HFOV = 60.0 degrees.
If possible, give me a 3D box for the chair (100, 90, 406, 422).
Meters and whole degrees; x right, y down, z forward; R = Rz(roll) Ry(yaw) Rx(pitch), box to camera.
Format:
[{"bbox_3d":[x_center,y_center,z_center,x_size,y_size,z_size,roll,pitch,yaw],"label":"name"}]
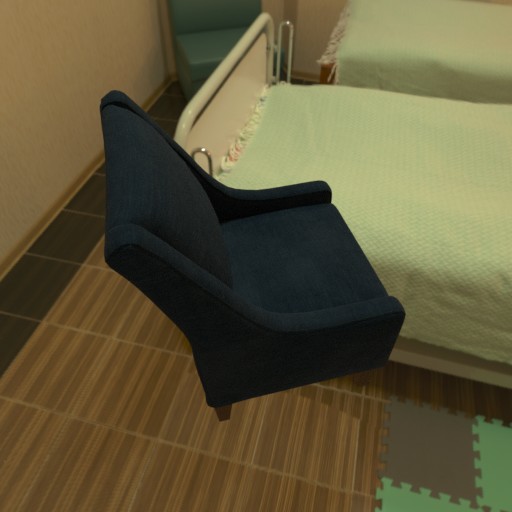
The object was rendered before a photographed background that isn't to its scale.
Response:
[{"bbox_3d":[0.000,0.000,1.615,0.870,1.014,0.774,-11,47,-10],"label":"chair"}]
